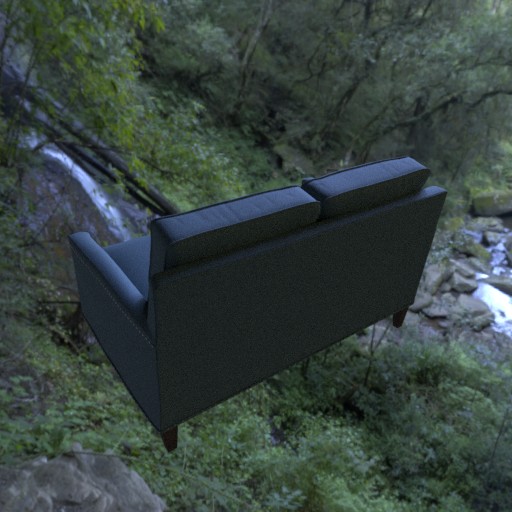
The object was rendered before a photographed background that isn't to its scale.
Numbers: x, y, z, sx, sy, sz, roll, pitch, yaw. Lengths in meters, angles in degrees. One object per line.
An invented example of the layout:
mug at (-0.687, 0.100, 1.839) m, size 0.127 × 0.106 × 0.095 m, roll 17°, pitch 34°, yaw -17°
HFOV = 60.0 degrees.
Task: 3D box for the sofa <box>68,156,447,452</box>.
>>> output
sofa at (0.000, 0.000, 2.271) m, size 1.597 × 1.003 × 1.084 m, roll -19°, pitch 33°, yaw -30°
